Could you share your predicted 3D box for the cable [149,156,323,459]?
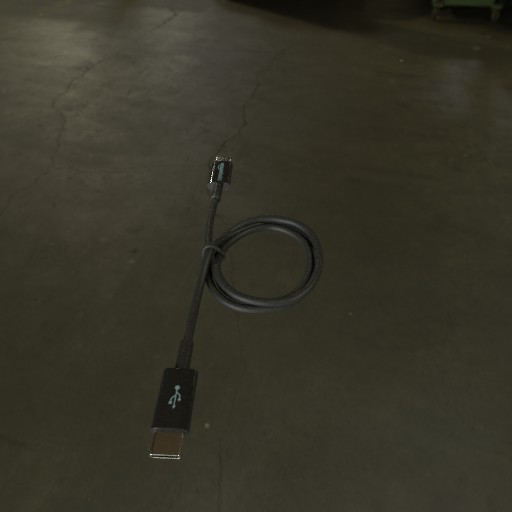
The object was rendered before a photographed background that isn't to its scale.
[{"bbox_3d":[0.000,0.000,0.227,0.070,0.014,0.203,2,43,2],"label":"cable"}]
